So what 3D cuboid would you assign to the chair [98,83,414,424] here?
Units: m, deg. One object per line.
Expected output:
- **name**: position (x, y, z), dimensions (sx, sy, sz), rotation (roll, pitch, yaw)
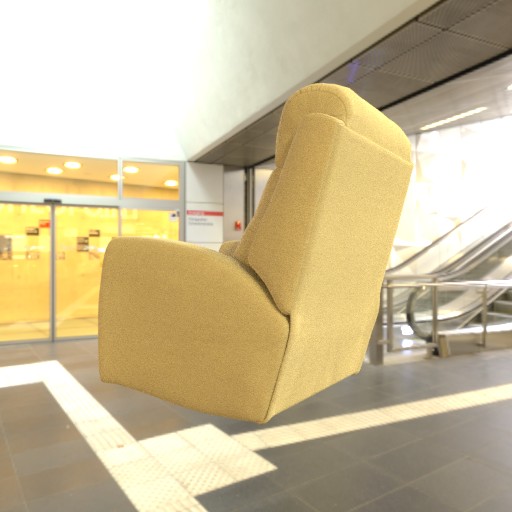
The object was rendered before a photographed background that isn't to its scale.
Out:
- **chair**: position (0.000, 0.000, 1.715), dimensions (1.043, 1.013, 0.798), rotation (0, 0, 36)
